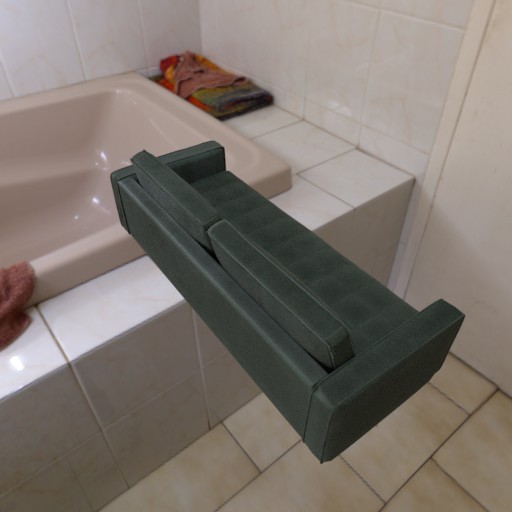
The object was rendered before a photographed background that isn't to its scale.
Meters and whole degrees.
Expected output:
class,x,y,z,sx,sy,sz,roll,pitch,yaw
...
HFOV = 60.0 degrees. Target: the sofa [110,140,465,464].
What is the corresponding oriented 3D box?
class,x,y,z,sx,sy,sz,roll,pitch,yaw
sofa,0.000,0.000,2.656,0.886,0.781,2.214,-26,47,-27
